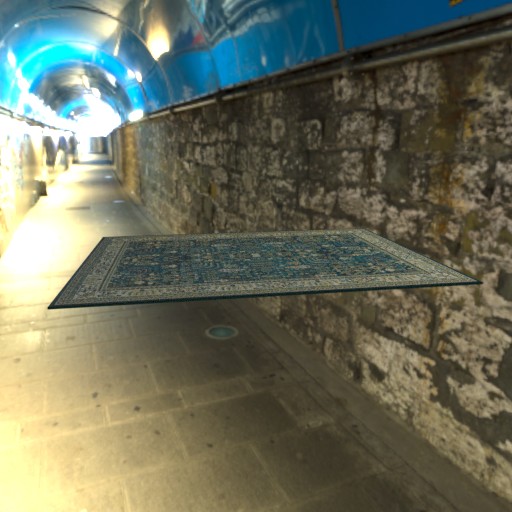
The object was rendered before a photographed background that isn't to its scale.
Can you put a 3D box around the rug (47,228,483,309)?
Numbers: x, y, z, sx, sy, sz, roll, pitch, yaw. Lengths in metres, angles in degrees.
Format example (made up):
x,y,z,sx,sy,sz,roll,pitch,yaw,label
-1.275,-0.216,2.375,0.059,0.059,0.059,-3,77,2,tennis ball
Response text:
x,y,z,sx,sy,sz,roll,pitch,yaw,label
0.000,0.000,2.970,2.213,0.013,1.594,-2,14,-10,rug
